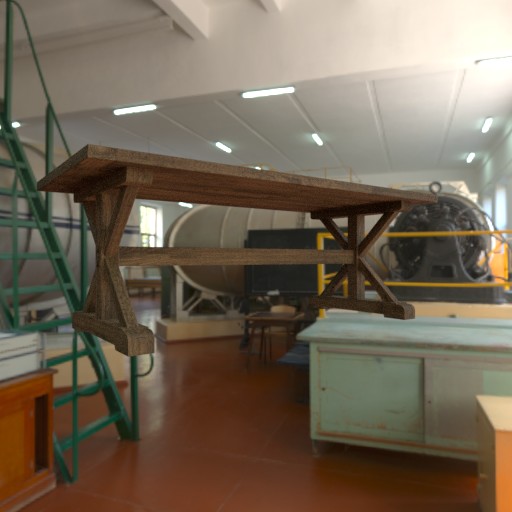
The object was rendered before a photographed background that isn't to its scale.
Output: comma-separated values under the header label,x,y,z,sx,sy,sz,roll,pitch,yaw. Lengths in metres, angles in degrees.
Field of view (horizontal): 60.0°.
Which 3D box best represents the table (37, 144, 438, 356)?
label,x,y,z,sx,sy,sz,roll,pitch,yaw
table,0.000,0.000,2.427,2.031,0.733,0.907,0,0,-36
